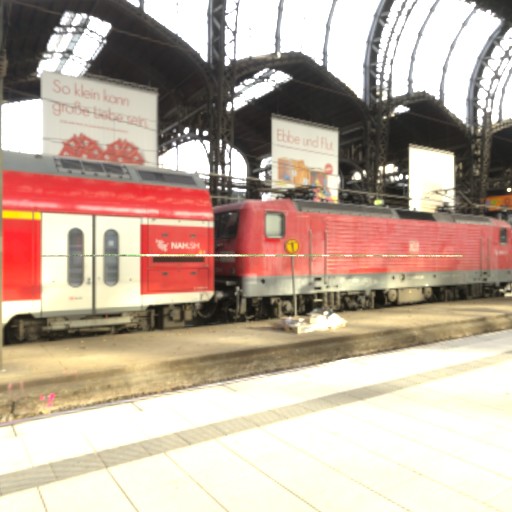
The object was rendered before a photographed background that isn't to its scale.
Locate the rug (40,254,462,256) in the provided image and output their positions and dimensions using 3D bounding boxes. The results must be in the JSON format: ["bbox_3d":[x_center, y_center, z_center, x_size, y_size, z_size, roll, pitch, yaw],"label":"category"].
[{"bbox_3d":[0.000,0.000,2.301,1.826,0.006,1.220,0,0,-36],"label":"rug"}]
